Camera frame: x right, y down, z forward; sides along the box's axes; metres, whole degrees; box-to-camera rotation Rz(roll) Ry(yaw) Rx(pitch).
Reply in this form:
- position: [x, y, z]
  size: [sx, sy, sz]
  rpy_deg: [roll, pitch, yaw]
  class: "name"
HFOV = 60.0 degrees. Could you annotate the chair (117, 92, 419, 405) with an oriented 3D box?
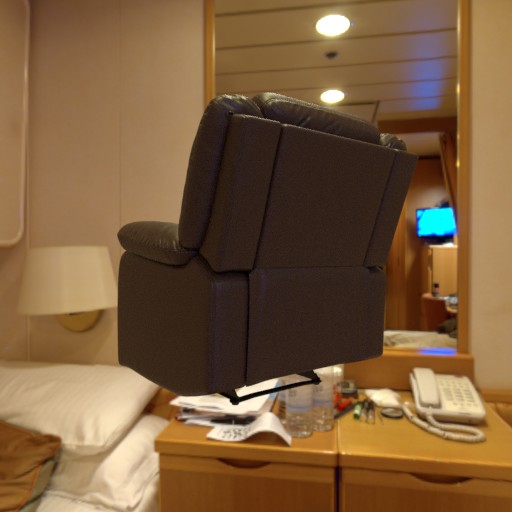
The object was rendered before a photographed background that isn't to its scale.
- position: [0.000, 0.000, 1.736]
  size: [0.899, 1.009, 0.934]
  rpy_deg: [0, 1, -37]
  class: "chair"
